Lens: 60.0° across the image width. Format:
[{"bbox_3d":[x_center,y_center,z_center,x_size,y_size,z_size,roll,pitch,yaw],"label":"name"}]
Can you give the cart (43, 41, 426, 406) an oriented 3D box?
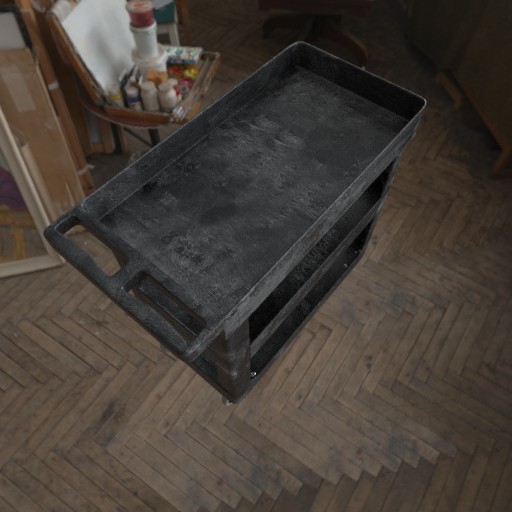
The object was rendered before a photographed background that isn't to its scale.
[{"bbox_3d":[0.000,0.000,1.355,0.420,0.824,0.877,35,64,20],"label":"cart"}]
